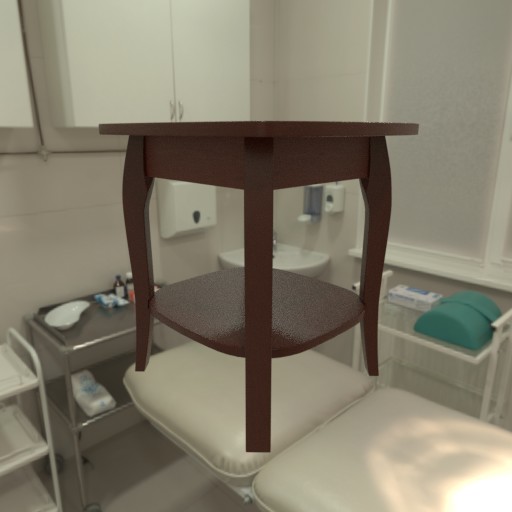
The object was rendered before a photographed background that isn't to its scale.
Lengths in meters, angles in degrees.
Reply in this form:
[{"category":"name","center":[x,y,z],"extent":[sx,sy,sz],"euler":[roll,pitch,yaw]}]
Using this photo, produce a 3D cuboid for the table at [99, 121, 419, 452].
[{"category":"table","center":[0.000,0.000,0.867],"extent":[0.433,0.496,0.502],"euler":[-15,22,-42]}]
